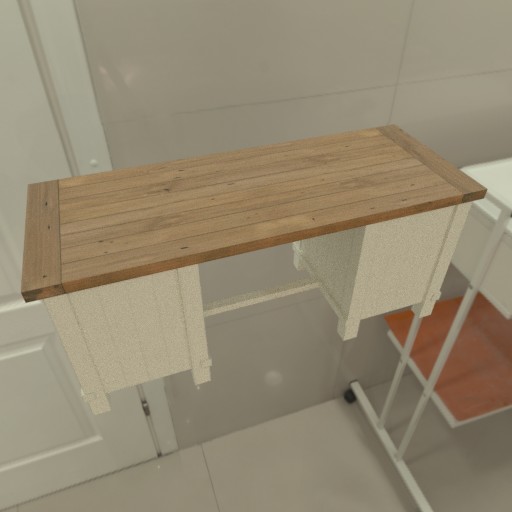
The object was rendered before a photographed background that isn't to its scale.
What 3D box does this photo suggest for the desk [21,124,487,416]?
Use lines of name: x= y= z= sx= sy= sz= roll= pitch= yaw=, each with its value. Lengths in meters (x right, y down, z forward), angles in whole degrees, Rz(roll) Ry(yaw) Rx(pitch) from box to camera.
desk: x=0.000 y=0.000 z=2.106 sx=1.803 sy=0.760 sz=0.688 roll=-13 pitch=42 yaw=-15
